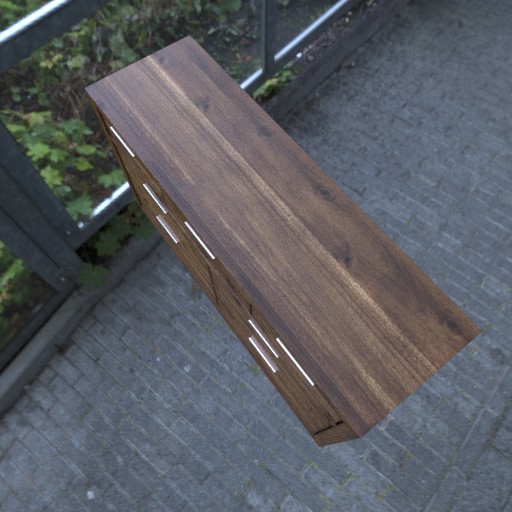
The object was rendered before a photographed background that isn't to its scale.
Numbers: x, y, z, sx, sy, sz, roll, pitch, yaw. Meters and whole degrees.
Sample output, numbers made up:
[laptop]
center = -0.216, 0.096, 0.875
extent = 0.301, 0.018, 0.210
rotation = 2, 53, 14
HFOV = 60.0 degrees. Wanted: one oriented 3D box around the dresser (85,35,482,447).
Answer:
[dresser]
center = 0.000, 0.000, 1.741
extent = 0.438, 0.892, 1.387
rotation = -34, 70, -15
